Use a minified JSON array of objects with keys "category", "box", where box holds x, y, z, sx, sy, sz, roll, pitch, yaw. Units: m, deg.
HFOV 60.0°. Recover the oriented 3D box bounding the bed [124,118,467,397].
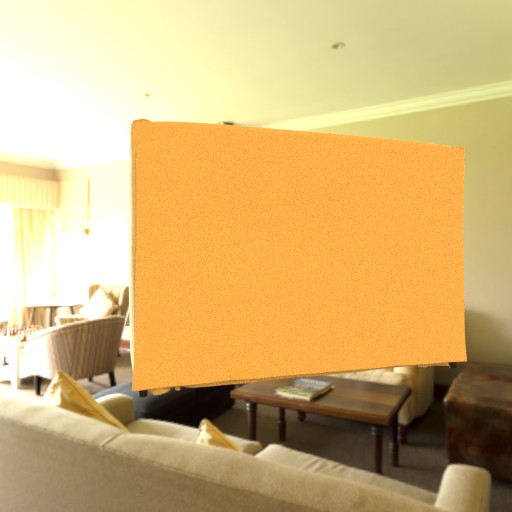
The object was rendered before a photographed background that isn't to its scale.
[{"category":"bed","box":[0.000,0.000,3.410,1.925,1.332,2.276,0,0,-17]}]
